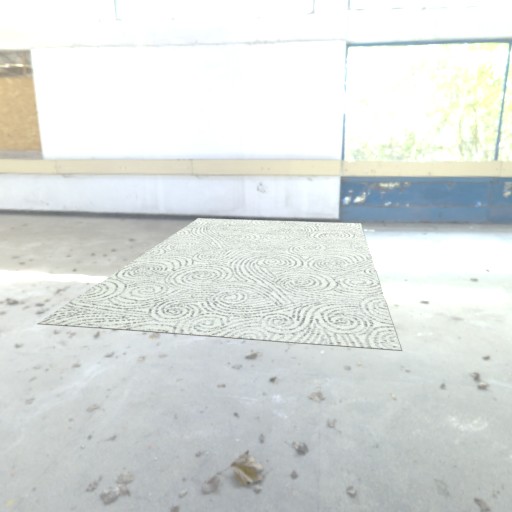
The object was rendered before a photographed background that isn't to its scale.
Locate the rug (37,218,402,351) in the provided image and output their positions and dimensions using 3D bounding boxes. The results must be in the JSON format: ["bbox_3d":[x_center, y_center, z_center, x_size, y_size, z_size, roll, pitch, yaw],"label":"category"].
[{"bbox_3d":[0.000,0.000,2.956,1.524,0.005,2.439,3,16,9],"label":"rug"}]
